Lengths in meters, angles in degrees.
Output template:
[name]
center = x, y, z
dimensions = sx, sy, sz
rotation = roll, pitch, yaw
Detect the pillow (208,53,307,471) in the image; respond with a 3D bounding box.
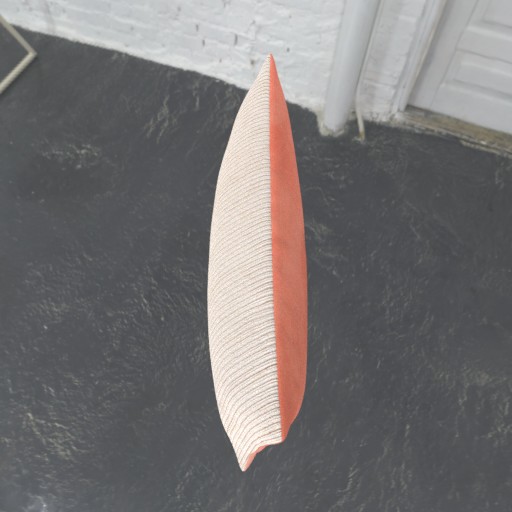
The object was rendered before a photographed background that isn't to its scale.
[pillow]
center = 0.000, 0.000, 0.720
dimensions = 0.155, 0.307, 0.608
rotation = 0, 60, 0
